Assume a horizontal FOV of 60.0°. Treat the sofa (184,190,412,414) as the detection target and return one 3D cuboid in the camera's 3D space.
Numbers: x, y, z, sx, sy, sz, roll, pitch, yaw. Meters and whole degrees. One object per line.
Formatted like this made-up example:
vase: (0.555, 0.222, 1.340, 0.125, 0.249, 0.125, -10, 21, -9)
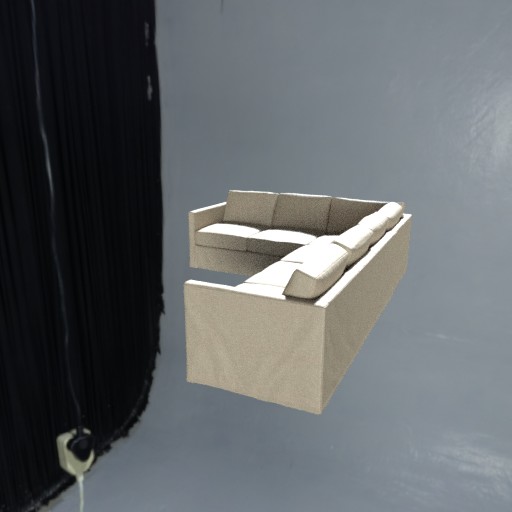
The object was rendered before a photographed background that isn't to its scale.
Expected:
sofa: (0.000, 0.000, 4.300, 2.432, 0.871, 3.182, 8, 17, 26)
